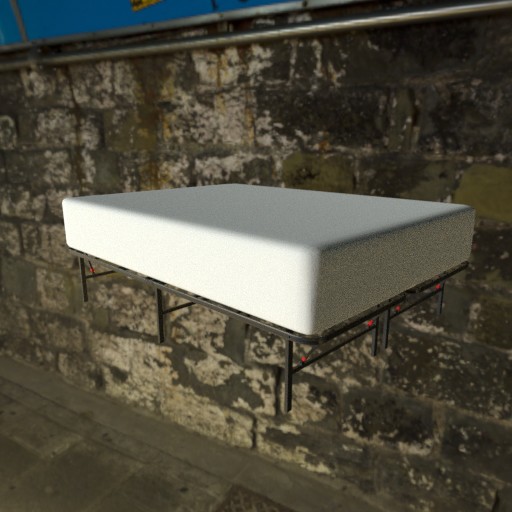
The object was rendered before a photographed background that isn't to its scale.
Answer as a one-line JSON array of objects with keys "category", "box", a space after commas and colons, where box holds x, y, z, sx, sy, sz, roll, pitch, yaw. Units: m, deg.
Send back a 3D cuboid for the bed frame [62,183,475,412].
[{"category": "bed frame", "box": [0.000, 0.000, 2.736, 2.037, 0.677, 1.528, 14, 20, 43]}]
